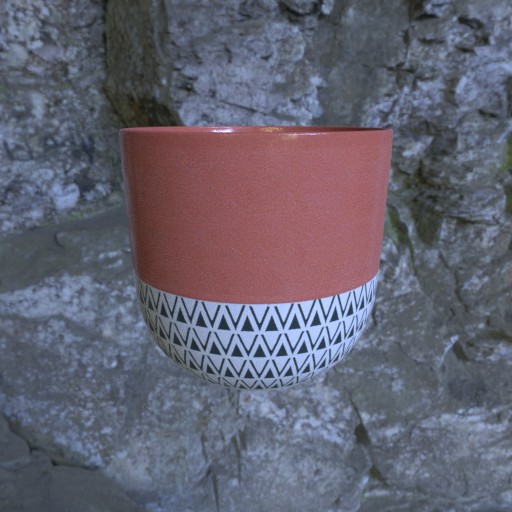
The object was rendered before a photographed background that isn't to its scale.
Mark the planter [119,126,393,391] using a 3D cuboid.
[{"bbox_3d":[0.000,0.000,0.487,0.266,0.270,0.266,0,17,0],"label":"planter"}]
